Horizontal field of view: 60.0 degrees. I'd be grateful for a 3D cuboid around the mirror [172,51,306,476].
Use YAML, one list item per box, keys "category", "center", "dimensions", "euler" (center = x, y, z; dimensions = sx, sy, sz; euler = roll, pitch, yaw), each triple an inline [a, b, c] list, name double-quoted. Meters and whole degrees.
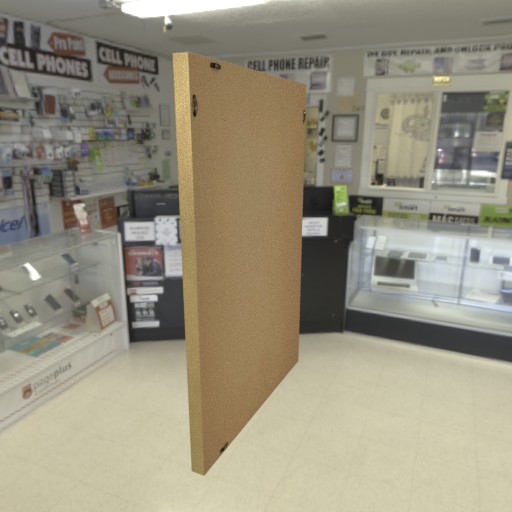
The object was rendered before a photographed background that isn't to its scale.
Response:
- category: "mirror"
  center: [0.000, 0.000, 1.186]
  dimensions: [0.040, 0.915, 0.609]
  euler: [8, 17, 25]
